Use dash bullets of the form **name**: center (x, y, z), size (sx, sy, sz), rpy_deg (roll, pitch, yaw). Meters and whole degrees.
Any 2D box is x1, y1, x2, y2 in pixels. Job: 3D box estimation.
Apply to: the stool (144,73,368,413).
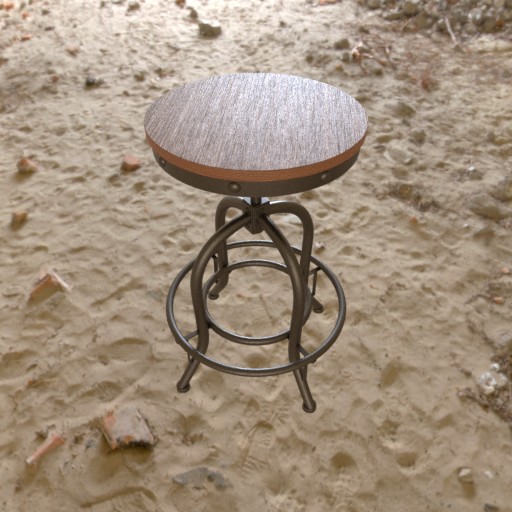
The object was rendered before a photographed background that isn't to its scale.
- **stool**: center (0.000, 0.000, 0.904), size (0.439, 0.609, 0.439), rpy_deg (-25, 48, -25)
